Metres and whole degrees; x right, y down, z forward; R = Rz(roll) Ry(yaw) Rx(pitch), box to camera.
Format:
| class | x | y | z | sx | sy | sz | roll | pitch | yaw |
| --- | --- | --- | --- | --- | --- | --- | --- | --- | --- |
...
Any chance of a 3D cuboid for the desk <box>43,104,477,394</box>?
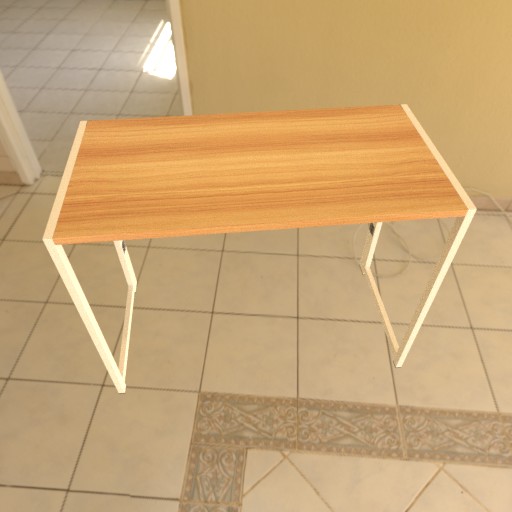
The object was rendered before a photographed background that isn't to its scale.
| class | x | y | z | sx | sy | sz | roll | pitch | yaw |
| --- | --- | --- | --- | --- | --- | --- | --- | --- | --- |
| desk | 0.000 | 0.000 | 1.475 | 1.016 | 0.762 | 0.508 | -4 | 47 | -4 |
